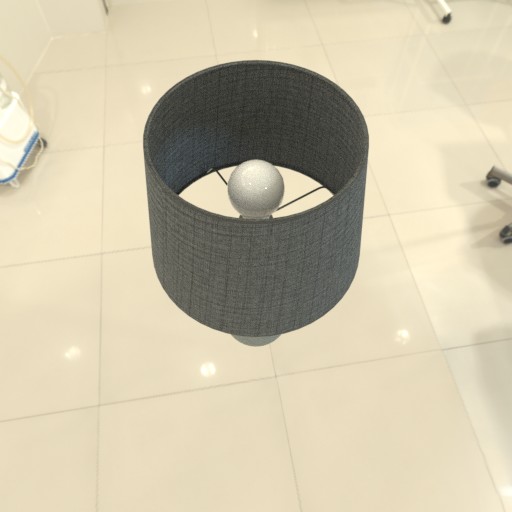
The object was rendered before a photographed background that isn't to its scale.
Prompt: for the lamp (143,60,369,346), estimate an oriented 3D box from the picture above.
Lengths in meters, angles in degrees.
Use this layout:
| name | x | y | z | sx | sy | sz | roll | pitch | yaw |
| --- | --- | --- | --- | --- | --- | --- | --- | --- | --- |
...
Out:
| name | x | y | z | sx | sy | sz | roll | pitch | yaw |
| --- | --- | --- | --- | --- | --- | --- | --- | --- | --- |
| lamp | 0.000 | 0.000 | 0.575 | 0.251 | 0.429 | 0.251 | 0 | 59 | 0 |
